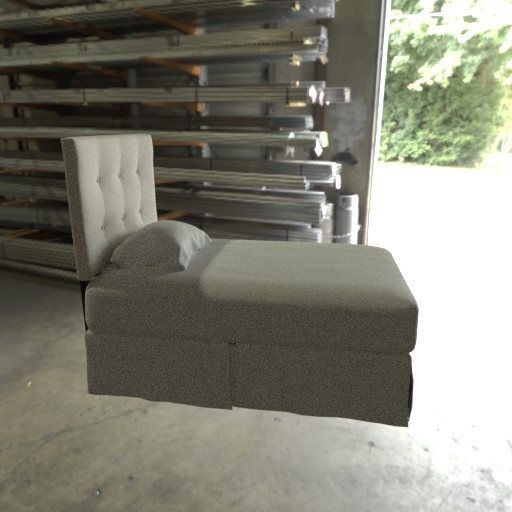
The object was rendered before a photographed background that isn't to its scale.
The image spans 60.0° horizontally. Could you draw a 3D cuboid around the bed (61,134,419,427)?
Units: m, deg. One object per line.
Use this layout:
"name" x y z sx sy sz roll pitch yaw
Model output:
"bed" 0.000 0.000 2.992 1.997 1.571 1.261 2 17 8
